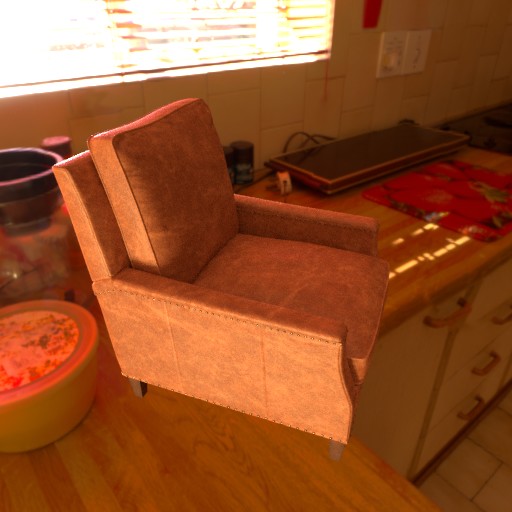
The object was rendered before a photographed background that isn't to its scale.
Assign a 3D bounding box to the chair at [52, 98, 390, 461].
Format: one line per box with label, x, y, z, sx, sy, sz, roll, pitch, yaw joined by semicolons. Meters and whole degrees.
chair;0.000;0.000;1.764;1.035;1.054;0.854;11;32;18
